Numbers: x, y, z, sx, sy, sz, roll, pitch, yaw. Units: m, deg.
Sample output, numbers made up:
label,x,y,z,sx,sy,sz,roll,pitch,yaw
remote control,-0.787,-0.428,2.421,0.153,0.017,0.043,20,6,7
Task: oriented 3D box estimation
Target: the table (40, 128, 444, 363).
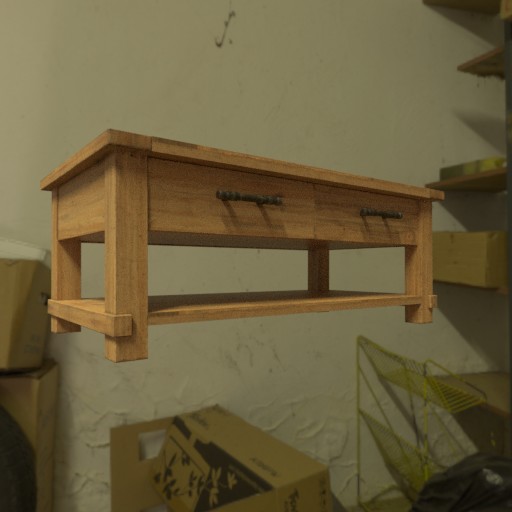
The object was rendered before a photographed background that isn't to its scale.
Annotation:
label,x,y,z,sx,sy,sz,roll,pitch,yaw
table,0.000,0.000,1.561,1.270,0.494,0.693,1,-2,-37
